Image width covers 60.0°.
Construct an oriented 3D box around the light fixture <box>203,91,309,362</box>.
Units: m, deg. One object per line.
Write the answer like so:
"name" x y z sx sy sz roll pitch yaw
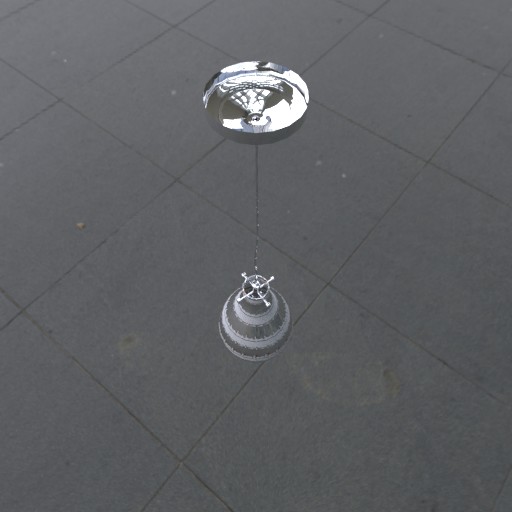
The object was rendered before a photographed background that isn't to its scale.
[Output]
"light fixture" 0.000 0.000 1.659 0.374 1.457 0.374 -32 64 -18
